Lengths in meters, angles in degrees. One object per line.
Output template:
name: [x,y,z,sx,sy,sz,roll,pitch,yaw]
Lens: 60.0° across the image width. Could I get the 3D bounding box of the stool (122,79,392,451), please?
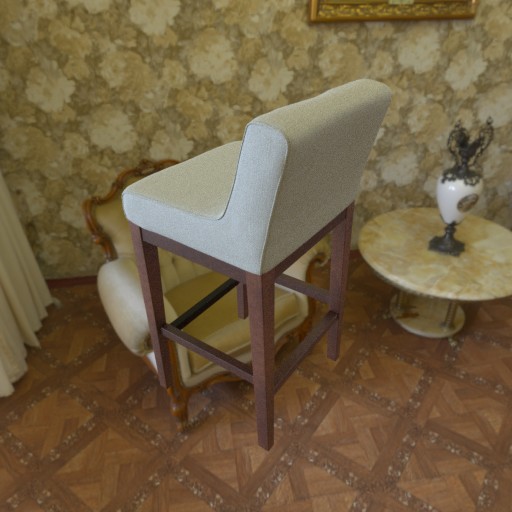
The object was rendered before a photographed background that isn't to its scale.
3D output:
stool: [0.000,0.000,1.274,0.500,0.937,0.511,20,37,29]
